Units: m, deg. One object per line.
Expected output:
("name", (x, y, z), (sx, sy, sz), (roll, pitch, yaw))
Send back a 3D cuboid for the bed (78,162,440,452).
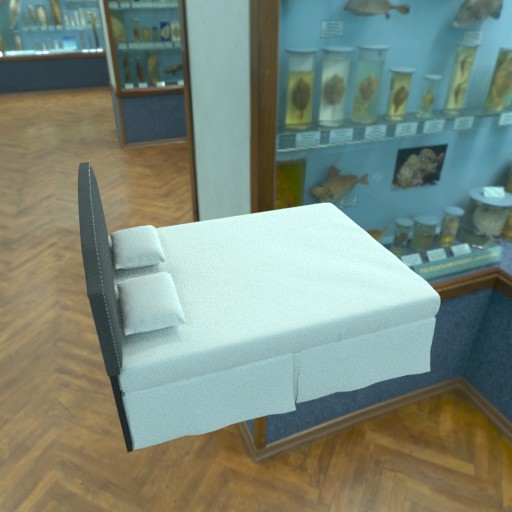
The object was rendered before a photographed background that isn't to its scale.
("bed", (0.000, 0.000, 2.945), (1.999, 1.270, 1.558), (-10, 33, -16))
